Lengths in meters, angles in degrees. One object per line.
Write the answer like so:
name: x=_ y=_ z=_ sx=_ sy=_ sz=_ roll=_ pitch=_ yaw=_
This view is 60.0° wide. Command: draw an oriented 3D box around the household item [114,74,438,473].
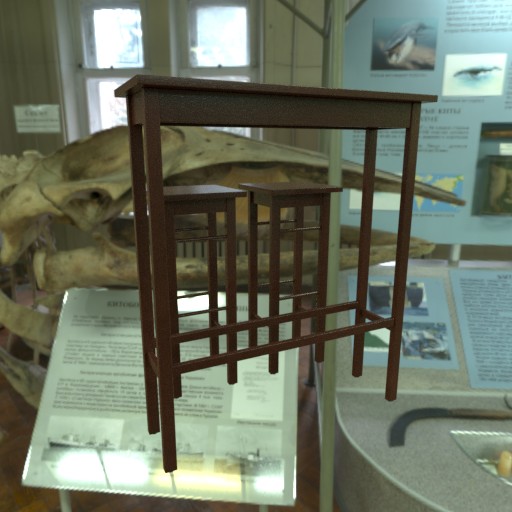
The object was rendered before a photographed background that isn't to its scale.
household item: x=0.000 y=0.000 z=1.587 sx=0.914 sy=1.067 sz=0.676 roll=-7 pitch=15 yaw=-25
